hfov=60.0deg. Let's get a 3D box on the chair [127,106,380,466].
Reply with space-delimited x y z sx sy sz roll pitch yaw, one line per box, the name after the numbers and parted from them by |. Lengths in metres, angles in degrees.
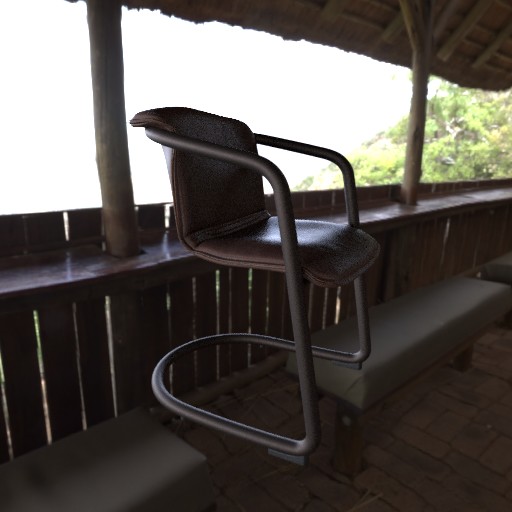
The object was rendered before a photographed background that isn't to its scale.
0.000 0.000 1.279 0.664 0.836 0.536 7 17 26 | chair
